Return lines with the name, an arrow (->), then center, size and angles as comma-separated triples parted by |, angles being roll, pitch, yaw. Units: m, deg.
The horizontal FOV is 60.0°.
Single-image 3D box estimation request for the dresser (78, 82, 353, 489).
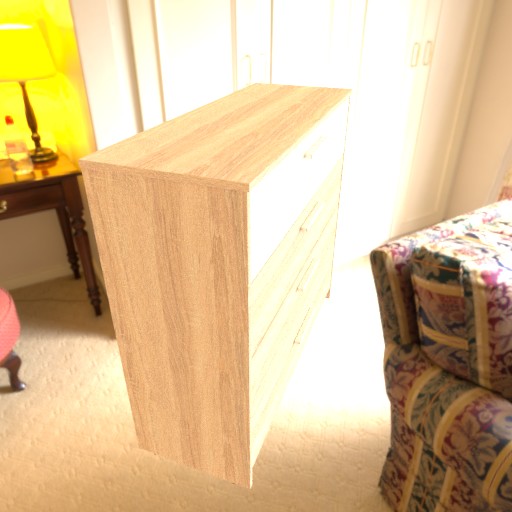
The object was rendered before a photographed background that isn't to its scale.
dresser -> 0.000, 0.000, 1.444 | 0.380, 0.900, 0.980 | 11, 32, 18
